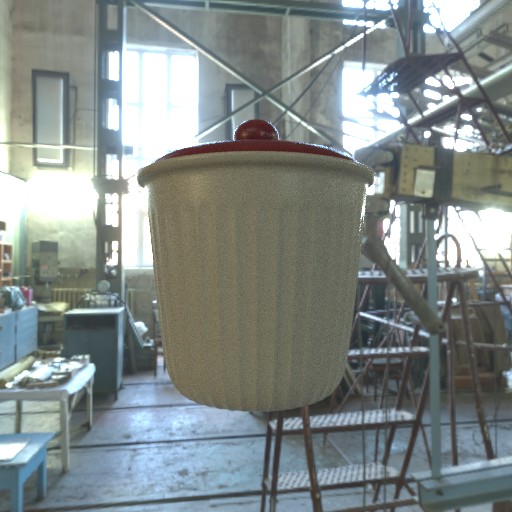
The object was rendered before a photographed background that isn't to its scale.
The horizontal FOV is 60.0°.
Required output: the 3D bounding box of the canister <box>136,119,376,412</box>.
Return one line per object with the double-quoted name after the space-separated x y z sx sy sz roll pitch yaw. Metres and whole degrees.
0.000 0.000 0.345 0.181 0.211 0.181 0 -1 0 "canister"
